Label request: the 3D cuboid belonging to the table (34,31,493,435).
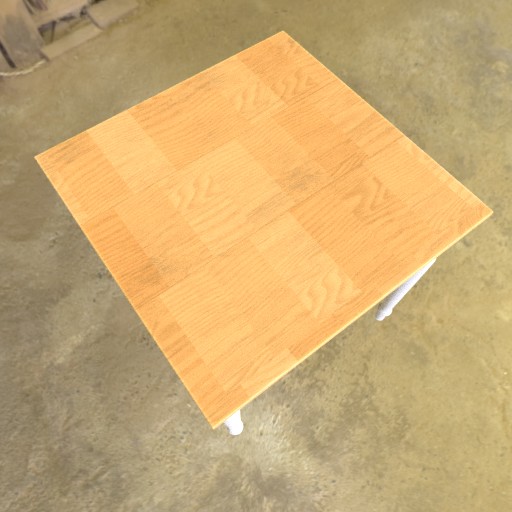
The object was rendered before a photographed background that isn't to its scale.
[{"bbox_3d":[0.000,0.000,1.337,0.747,0.738,0.747,-34,68,-16],"label":"table"}]
